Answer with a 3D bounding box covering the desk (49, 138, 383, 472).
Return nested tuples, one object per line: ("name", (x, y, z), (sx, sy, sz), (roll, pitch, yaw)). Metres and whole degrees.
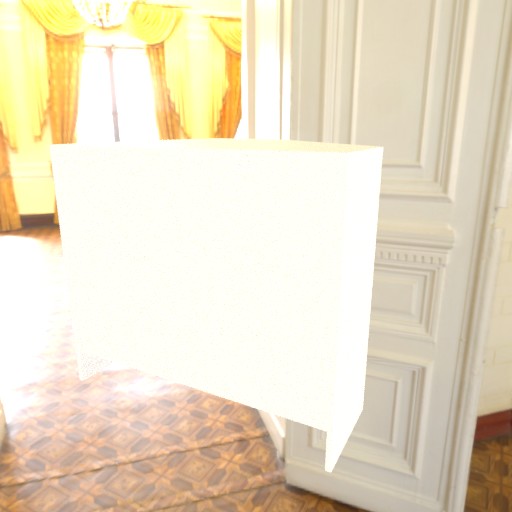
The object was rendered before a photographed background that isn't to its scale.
("desk", (0.000, 0.000, 1.649), (0.940, 0.818, 0.926), (9, 18, 27))
